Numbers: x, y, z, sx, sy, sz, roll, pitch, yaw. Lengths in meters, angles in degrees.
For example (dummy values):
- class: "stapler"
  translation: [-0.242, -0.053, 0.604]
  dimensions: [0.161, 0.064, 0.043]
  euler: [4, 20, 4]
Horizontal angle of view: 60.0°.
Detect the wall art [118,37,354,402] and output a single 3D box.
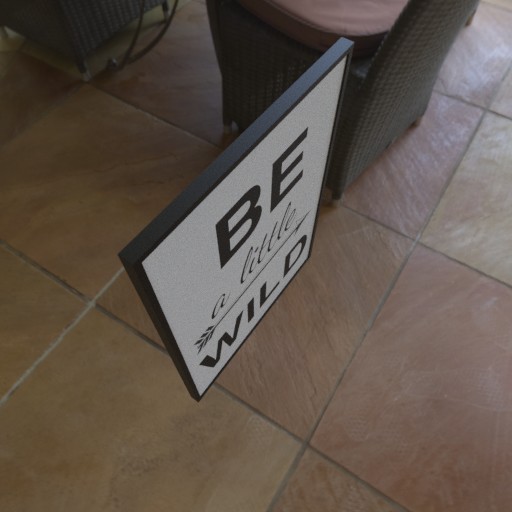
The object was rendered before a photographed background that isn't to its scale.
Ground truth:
- class: "wall art"
  translation: [0.000, 0.000, 1.421]
  dimensions: [0.038, 1.062, 0.806]
  euler: [32, 64, 18]
